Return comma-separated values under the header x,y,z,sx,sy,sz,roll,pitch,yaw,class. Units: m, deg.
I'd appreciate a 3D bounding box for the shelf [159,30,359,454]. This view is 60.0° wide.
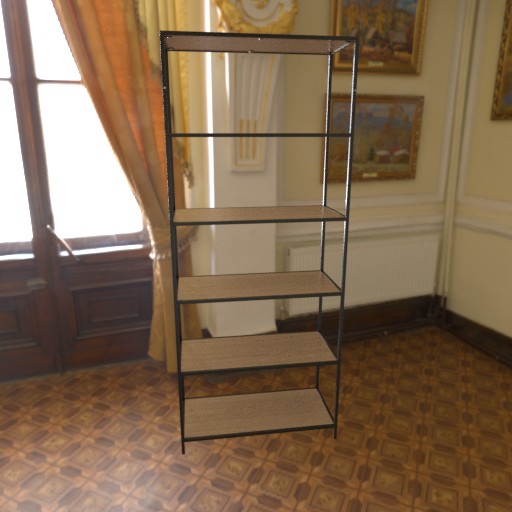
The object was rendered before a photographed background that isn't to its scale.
x,y,z,sx,sy,sz,roll,pitch,yaw,class
0.000,0.000,2.099,0.770,1.850,0.350,-2,16,-8,shelf
